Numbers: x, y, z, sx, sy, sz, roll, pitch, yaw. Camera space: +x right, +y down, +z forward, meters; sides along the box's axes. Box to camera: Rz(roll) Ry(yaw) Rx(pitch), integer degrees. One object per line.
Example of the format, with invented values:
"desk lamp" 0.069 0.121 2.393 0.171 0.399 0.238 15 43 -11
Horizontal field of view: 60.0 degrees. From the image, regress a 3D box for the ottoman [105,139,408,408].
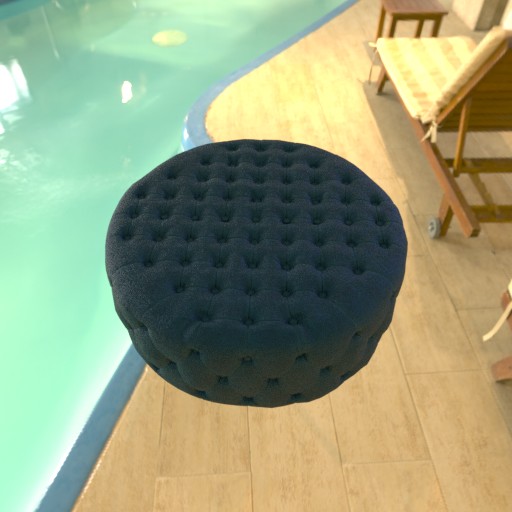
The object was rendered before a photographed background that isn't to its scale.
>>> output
"ottoman" 0.000 0.000 1.560 0.998 0.398 0.998 0 47 0
